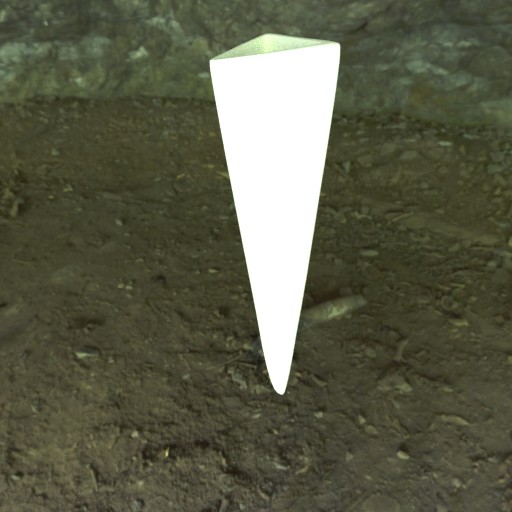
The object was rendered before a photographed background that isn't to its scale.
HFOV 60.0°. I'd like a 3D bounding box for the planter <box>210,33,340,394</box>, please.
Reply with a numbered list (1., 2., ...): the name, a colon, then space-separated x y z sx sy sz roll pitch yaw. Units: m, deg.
1. planter: 0.000 0.000 0.382 0.065 0.338 0.143 -7 30 -13
